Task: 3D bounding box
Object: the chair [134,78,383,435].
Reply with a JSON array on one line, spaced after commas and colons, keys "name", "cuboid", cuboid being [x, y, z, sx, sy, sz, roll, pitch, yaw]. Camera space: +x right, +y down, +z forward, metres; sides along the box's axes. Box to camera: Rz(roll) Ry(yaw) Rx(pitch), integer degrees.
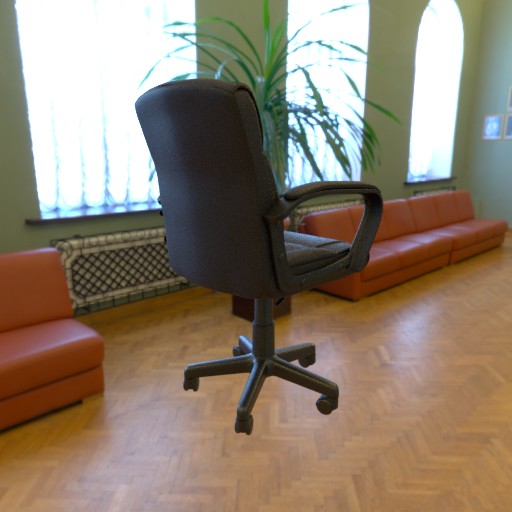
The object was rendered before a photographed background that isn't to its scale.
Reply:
[{"name": "chair", "cuboid": [0.000, 0.000, 1.420, 0.641, 0.998, 0.576, -13, 19, -43]}]
